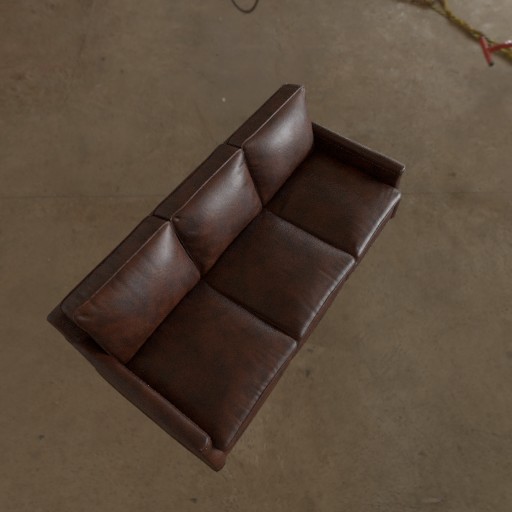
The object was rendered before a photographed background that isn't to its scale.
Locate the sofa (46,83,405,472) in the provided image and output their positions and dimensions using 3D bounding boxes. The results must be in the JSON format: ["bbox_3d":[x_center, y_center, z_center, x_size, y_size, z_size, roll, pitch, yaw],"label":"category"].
[{"bbox_3d":[0.000,0.000,2.811,1.084,1.003,2.240,32,64,17],"label":"sofa"}]
